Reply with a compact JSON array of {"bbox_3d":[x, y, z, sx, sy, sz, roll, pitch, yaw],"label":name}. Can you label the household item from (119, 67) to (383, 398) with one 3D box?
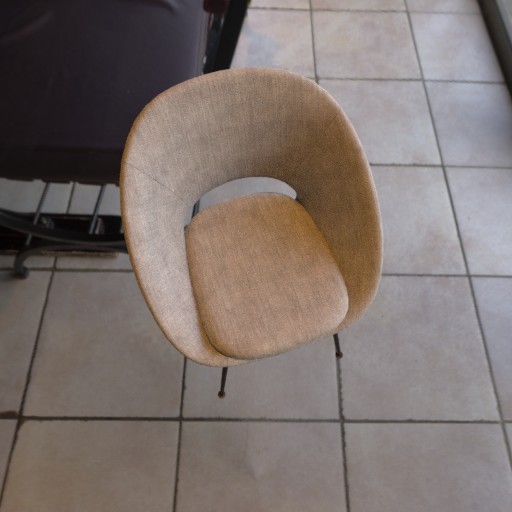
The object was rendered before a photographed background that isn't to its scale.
[{"bbox_3d":[0.000,0.000,1.292,0.643,0.869,0.587,-16,64,-8],"label":"household item"}]
